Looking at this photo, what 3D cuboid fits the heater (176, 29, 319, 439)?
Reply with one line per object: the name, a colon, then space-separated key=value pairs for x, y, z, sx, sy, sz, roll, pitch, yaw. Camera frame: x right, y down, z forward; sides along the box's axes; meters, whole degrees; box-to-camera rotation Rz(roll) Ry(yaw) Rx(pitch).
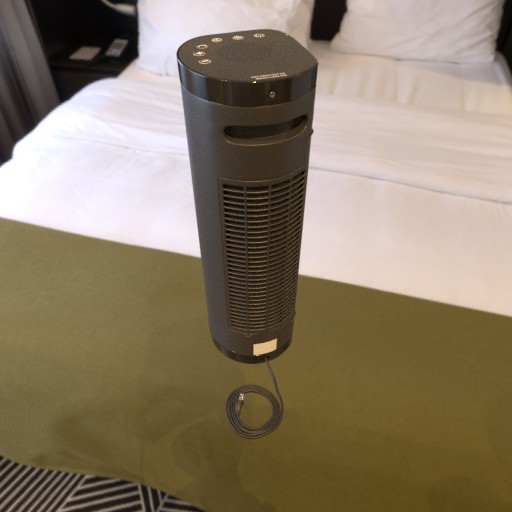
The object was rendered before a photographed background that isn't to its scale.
heater: x=0.000 y=0.000 z=0.681 sx=0.174 sy=0.552 sz=0.312 roll=-12 pitch=45 yaw=-13
